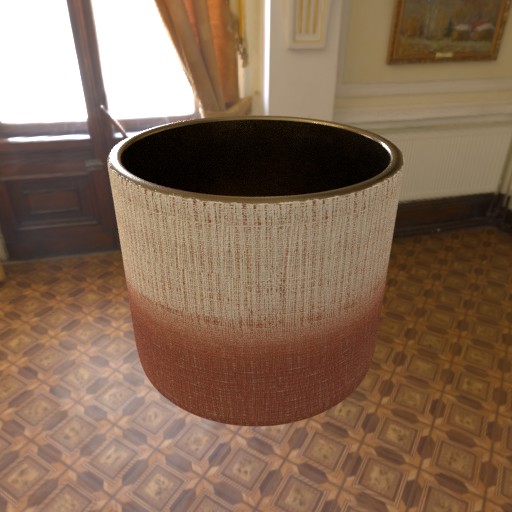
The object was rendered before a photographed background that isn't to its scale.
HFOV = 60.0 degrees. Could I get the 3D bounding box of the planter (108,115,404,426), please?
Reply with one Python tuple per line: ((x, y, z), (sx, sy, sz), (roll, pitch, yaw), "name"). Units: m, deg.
((0.000, 0.000, 0.440), (0.254, 0.221, 0.254), (0, 30, 0), "planter")
